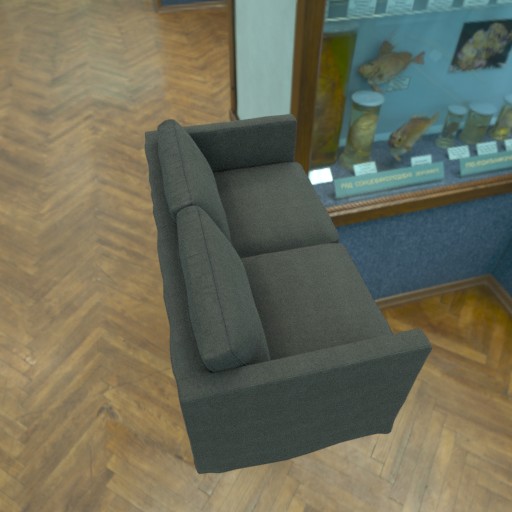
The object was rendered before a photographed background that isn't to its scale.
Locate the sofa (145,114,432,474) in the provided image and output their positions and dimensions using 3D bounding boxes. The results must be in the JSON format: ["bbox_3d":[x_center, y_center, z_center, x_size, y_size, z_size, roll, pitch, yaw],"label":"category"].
[{"bbox_3d":[0.000,0.000,2.346,0.974,0.854,1.802,-10,47,-9],"label":"sofa"}]
